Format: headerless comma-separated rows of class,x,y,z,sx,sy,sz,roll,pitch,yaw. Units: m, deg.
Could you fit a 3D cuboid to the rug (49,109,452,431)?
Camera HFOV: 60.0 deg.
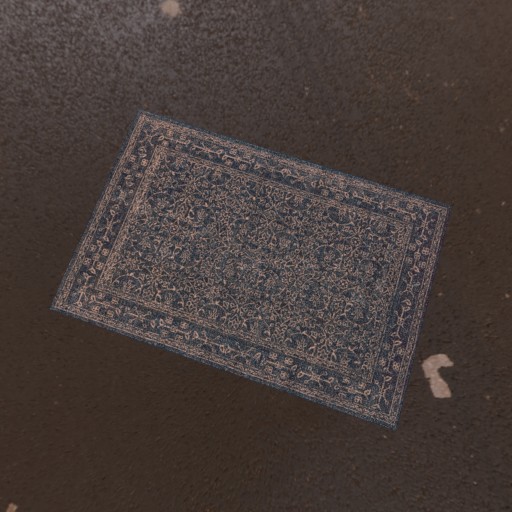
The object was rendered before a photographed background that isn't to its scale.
rug,0.000,0.000,2.316,1.819,0.005,1.200,18,77,4
